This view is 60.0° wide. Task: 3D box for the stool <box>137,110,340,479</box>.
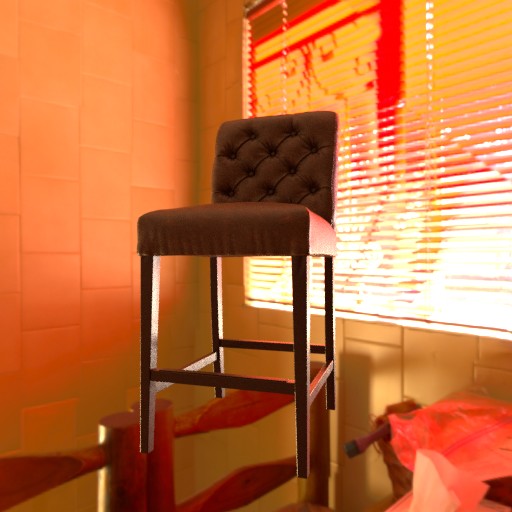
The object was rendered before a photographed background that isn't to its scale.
[{"bbox_3d":[0.000,0.000,1.445,0.486,1.084,0.660,0,0,18],"label":"stool"}]
